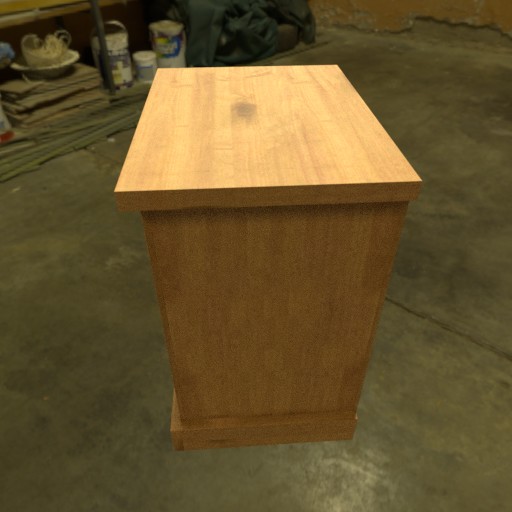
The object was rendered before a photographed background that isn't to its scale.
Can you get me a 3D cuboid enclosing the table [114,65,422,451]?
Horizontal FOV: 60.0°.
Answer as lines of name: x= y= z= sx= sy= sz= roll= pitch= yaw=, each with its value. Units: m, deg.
table: x=0.000 y=0.000 z=1.221 sx=0.500 sy=0.813 sz=0.660 roll=-2 pitch=39 yaw=-3
